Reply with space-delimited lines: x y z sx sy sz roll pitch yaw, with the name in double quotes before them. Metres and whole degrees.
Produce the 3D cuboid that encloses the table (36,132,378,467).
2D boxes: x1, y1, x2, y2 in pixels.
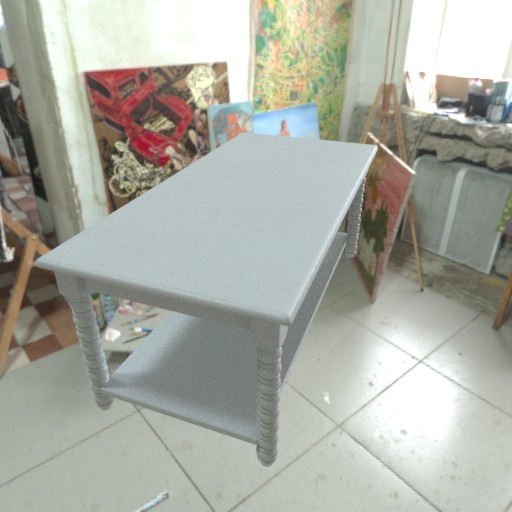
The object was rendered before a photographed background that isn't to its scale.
"table" 0.000 0.000 1.457 0.580 0.487 1.171 11 31 18
